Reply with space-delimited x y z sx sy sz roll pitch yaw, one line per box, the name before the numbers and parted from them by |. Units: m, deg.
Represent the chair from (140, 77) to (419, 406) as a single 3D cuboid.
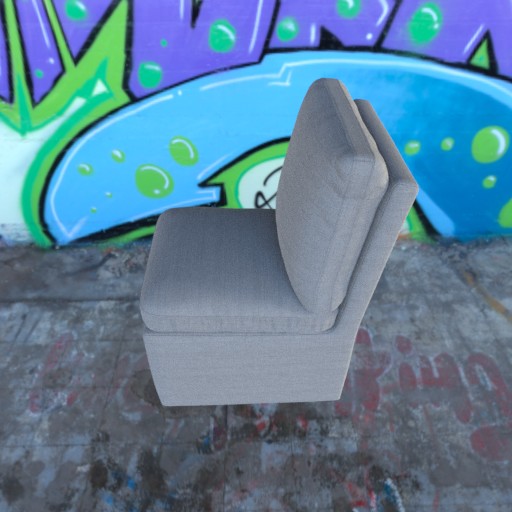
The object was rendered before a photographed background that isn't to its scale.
chair | 0.000 0.000 1.375 0.698 0.927 0.503 -1 41 -2
